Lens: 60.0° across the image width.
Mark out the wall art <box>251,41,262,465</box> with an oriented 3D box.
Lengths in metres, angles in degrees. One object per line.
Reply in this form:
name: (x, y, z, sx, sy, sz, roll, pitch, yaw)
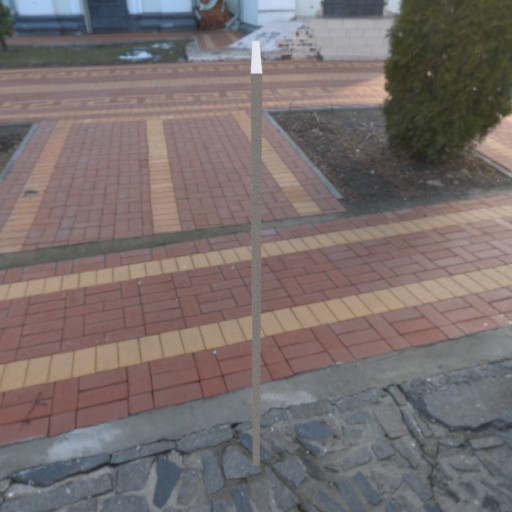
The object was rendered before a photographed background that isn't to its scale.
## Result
wall art: (0.000, 0.000, 0.816, 0.013, 0.683, 0.380, 0, 31, 0)
